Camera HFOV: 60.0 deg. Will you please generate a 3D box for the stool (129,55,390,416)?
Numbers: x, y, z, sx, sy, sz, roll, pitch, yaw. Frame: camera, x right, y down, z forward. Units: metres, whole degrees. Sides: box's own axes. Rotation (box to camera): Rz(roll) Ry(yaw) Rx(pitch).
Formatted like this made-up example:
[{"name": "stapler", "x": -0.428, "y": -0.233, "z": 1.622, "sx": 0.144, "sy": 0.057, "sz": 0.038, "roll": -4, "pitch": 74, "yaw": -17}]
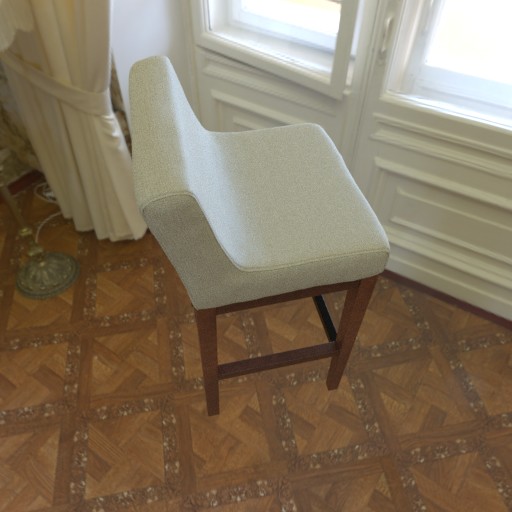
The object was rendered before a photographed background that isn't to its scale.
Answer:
[{"name": "stool", "x": 0.000, "y": 0.000, "z": 1.223, "sx": 0.500, "sy": 0.937, "sz": 0.511, "roll": -9, "pitch": 49, "yaw": -8}]
